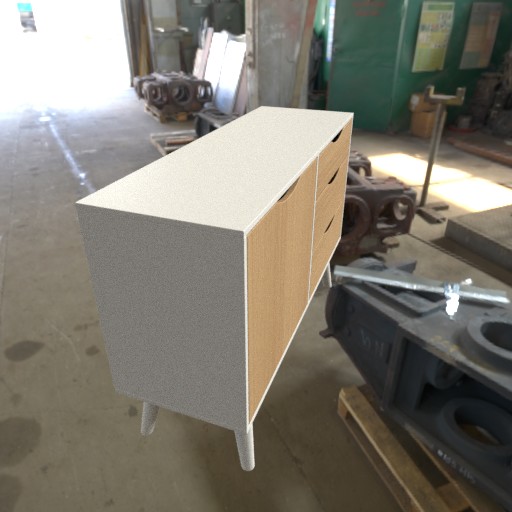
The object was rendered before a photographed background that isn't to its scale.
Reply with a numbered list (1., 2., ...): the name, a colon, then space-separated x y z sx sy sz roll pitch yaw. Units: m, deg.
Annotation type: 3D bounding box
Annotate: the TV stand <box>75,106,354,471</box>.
1. TV stand: 0.000 0.000 1.604 0.406 0.812 1.193 11 31 18
